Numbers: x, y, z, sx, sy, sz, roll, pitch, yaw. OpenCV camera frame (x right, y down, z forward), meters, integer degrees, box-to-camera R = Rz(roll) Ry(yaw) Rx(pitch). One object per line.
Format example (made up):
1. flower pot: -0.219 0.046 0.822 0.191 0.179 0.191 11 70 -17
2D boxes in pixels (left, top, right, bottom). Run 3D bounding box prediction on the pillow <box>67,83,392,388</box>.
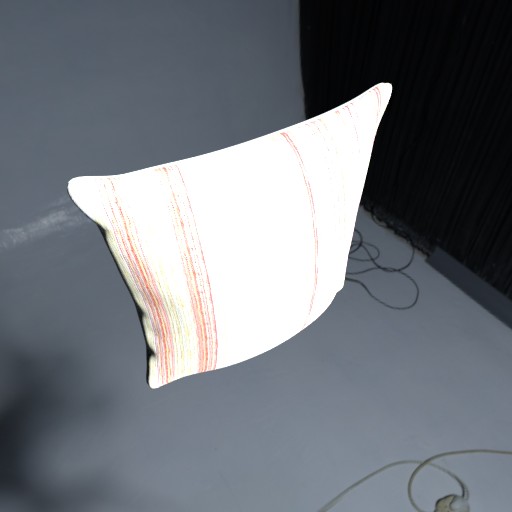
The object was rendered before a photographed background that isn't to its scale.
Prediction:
1. pillow: 0.000 0.000 0.689 0.451 0.449 0.191 -24 51 -22
